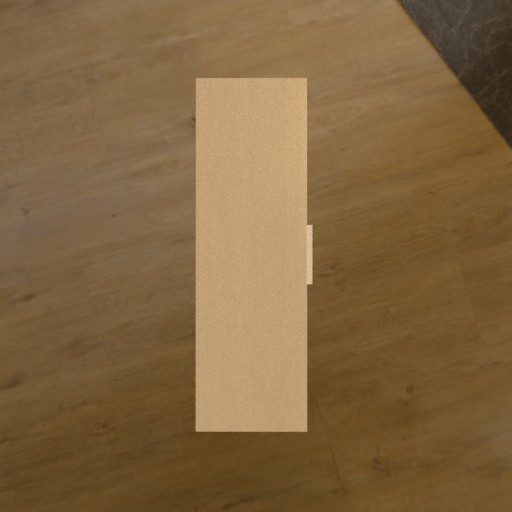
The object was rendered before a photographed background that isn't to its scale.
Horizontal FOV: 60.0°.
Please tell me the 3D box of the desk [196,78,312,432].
[{"bbox_3d":[0.000,0.000,1.580,0.250,1.280,0.750,0,90,0],"label":"desk"}]
